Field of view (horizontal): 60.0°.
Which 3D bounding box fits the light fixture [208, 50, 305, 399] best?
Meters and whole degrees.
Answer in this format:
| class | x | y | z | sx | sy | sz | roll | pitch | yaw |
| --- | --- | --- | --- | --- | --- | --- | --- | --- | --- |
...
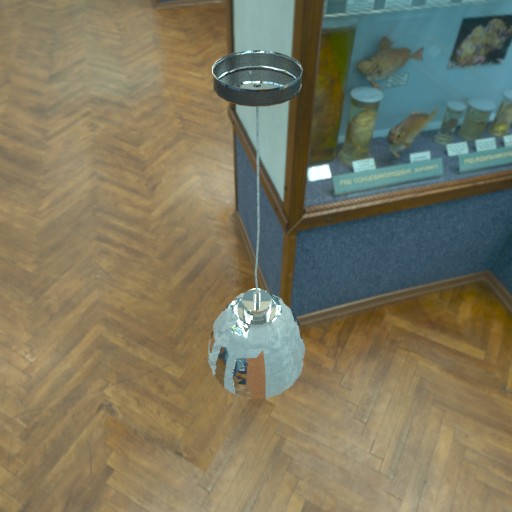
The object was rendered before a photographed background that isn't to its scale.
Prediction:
| class | x | y | z | sx | sy | sz | roll | pitch | yaw |
| --- | --- | --- | --- | --- | --- | --- | --- | --- | --- |
| light fixture | 0.000 | 0.000 | 1.777 | 0.500 | 1.511 | 0.496 | -10 | 47 | -9 |
